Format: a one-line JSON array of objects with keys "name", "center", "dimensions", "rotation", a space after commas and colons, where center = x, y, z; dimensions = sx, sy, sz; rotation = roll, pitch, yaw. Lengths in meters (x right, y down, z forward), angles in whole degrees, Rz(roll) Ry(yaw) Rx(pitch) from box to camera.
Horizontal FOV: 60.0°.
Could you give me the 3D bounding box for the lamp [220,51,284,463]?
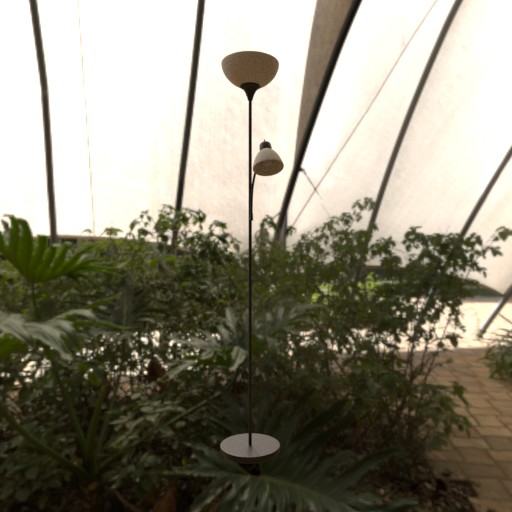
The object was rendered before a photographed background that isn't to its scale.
[{"name": "lamp", "center": [0.000, 0.000, 1.989], "dimensions": [0.279, 1.804, 0.442], "rotation": [0, -1, -19]}]
